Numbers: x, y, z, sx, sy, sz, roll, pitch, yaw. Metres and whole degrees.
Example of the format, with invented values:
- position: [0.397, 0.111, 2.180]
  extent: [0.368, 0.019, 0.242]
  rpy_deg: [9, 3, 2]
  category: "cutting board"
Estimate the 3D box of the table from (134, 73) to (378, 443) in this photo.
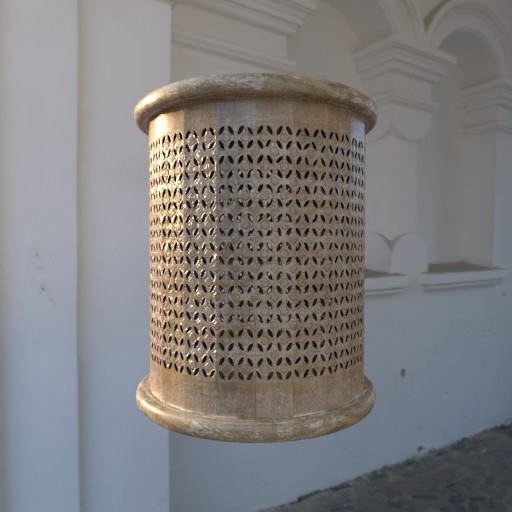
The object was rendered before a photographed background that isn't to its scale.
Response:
- position: [0.000, 0.000, 0.773]
  extent: [0.407, 0.482, 0.407]
  rpy_deg: [0, 1, 0]
  category: "table"
